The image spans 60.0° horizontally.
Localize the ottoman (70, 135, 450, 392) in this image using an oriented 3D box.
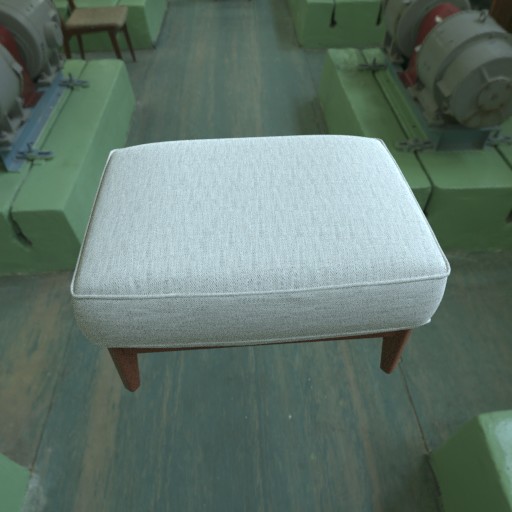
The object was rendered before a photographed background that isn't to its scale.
[{"bbox_3d":[0.000,0.000,1.187,0.794,0.465,0.594,-3,46,-3],"label":"ottoman"}]
